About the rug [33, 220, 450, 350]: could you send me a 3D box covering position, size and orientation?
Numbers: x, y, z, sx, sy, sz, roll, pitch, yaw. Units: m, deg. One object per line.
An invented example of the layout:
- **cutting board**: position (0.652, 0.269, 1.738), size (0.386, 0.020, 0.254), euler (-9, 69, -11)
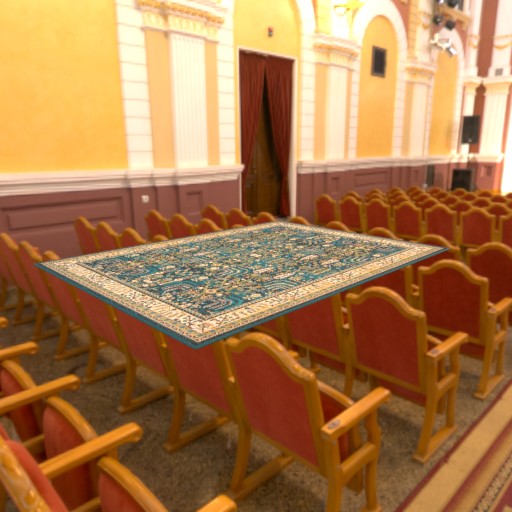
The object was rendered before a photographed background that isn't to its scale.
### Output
- **rug**: position (0.000, 0.000, 3.976), size (3.044, 0.015, 2.226), euler (-14, 20, -43)
